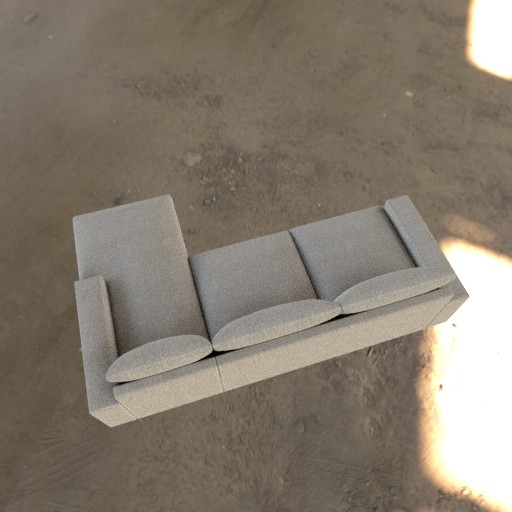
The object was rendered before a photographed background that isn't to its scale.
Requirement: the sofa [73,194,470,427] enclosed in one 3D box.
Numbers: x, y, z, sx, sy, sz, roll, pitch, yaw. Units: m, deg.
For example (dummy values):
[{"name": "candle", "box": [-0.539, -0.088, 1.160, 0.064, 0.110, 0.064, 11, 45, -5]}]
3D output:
[{"name": "sofa", "box": [0.000, 0.000, 3.475, 2.718, 0.813, 1.689, -15, 60, -9]}]
